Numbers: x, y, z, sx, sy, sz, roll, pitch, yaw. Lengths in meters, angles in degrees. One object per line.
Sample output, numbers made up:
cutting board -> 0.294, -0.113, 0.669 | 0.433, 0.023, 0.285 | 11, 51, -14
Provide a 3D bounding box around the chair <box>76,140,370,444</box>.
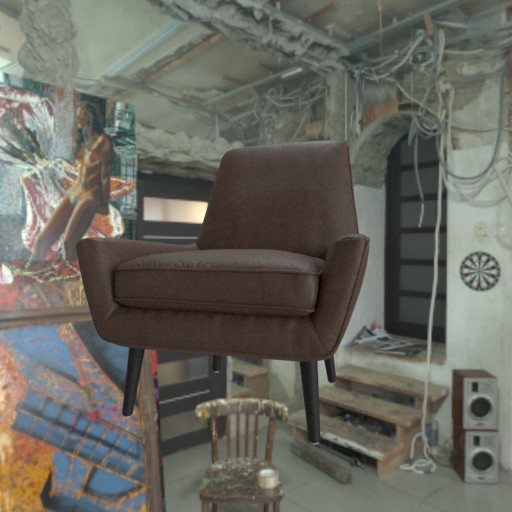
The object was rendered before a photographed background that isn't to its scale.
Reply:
chair -> 0.000, 0.000, 1.453 | 0.787, 0.888, 0.824 | 0, 0, 19
